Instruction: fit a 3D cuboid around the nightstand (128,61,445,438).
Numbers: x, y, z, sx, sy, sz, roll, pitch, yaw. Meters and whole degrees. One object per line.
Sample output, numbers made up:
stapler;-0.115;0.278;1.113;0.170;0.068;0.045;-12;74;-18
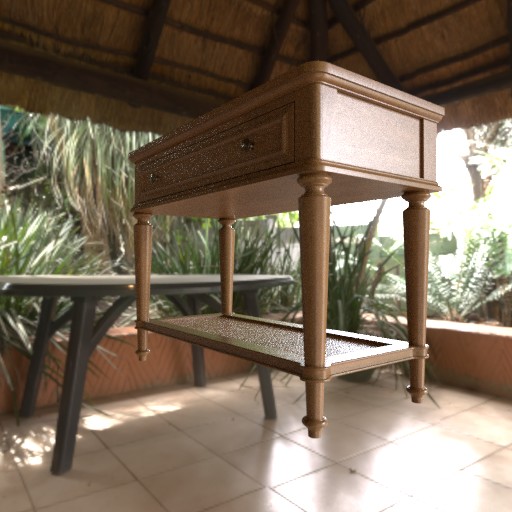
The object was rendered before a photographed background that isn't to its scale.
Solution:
nightstand;0.000;0.000;1.284;0.432;0.700;0.914;1;-1;-37
